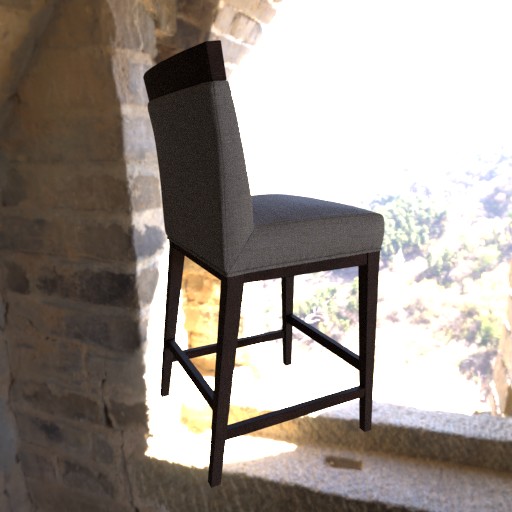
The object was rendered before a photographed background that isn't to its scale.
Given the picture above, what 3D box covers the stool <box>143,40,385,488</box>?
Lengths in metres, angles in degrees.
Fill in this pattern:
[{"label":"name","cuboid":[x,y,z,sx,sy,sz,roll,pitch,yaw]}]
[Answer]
[{"label":"stool","cuboid":[0.000,0.000,1.276,0.531,1.009,0.512,-7,16,-26]}]
